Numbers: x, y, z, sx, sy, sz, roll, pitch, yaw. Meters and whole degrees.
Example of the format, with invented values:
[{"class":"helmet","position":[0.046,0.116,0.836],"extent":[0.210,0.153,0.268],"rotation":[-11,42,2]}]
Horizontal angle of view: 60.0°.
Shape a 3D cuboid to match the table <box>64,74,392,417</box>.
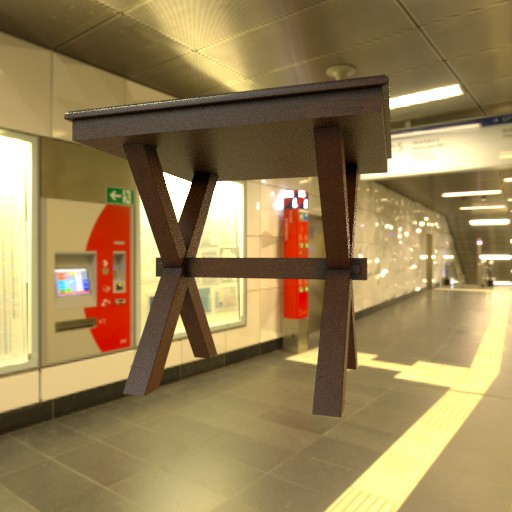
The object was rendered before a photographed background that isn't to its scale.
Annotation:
[{"class":"table","position":[0.000,0.000,1.036],"extent":[0.602,0.562,0.560],"rotation":[0,0,17]}]
